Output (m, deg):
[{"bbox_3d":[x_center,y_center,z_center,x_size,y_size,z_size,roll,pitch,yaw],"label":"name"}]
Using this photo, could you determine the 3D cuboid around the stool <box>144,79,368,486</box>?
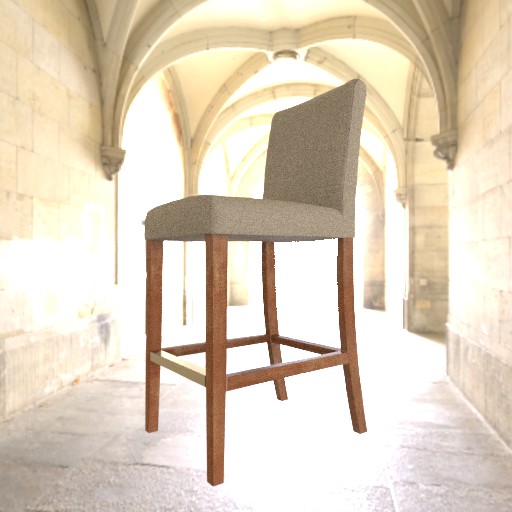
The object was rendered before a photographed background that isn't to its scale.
[{"bbox_3d":[0.000,0.000,1.372,0.570,1.088,0.439,0,0,-35],"label":"stool"}]
